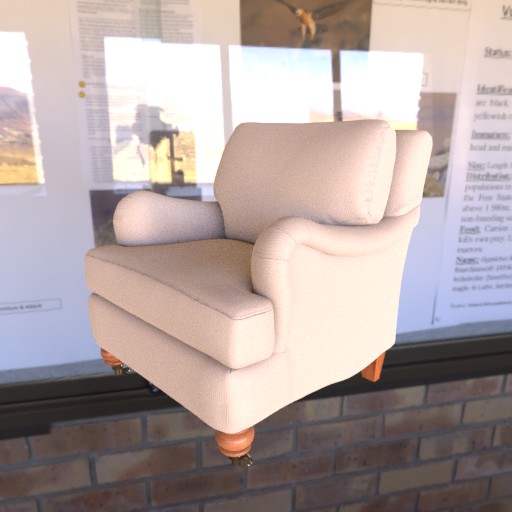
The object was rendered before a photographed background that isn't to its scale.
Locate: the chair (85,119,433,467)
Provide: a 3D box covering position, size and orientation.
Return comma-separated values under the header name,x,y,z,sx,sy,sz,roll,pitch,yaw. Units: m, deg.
name,x,y,z,sx,sy,sz,roll,pitch,yaw
chair,0.000,0.000,1.765,1.070,1.038,0.955,-15,21,-42
